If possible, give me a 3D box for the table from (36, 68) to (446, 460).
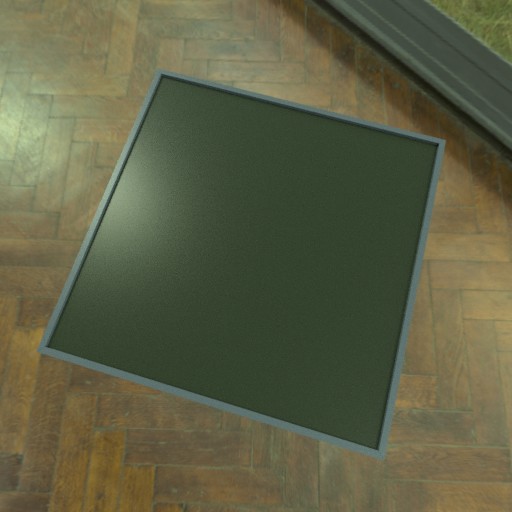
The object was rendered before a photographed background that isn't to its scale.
[{"bbox_3d":[0.000,0.000,1.224,0.801,0.299,0.801,16,74,5],"label":"table"}]
